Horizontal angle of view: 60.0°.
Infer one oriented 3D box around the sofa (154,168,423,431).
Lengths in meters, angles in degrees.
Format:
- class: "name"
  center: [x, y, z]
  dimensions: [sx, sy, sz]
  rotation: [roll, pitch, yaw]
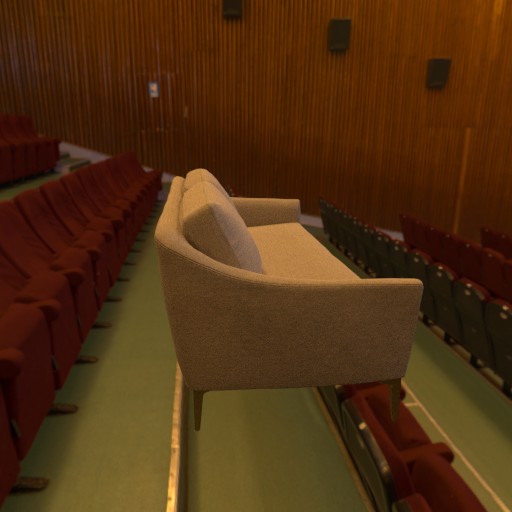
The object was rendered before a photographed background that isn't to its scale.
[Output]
- class: "sofa"
  center: [0.000, 0.000, 2.566]
  dimensions: [0.980, 0.913, 2.036]
  rotation: [-2, 16, -8]
